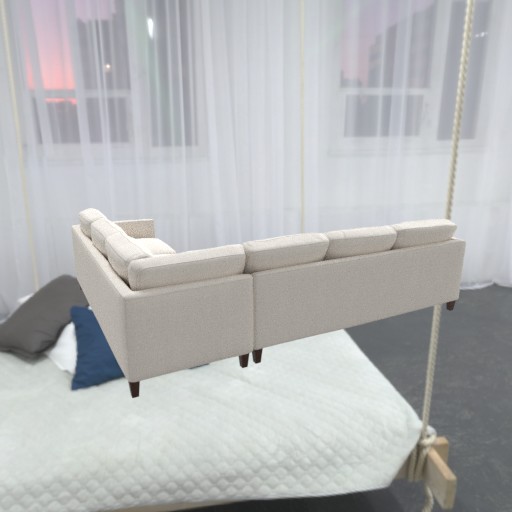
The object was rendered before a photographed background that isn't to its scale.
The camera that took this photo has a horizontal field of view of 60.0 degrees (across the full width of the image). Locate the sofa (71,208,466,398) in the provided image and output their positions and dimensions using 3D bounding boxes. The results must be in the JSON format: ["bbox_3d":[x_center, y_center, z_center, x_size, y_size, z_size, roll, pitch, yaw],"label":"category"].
[{"bbox_3d":[0.000,0.000,4.635,3.302,0.947,2.593,-8,18,-27],"label":"sofa"}]
